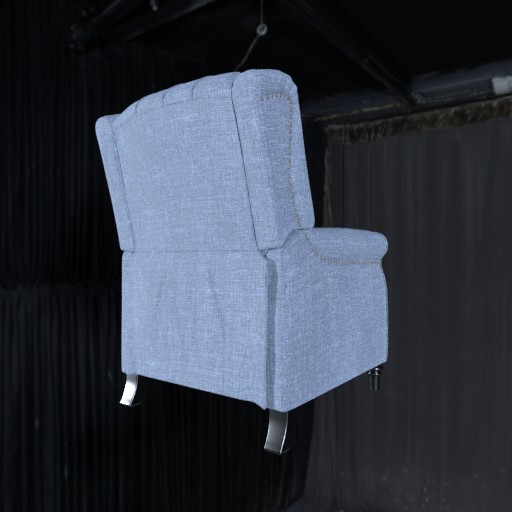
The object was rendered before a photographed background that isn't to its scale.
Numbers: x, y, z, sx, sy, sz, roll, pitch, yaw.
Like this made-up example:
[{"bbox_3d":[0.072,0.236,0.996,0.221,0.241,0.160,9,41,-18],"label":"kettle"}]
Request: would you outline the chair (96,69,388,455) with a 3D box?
[{"bbox_3d":[0.000,0.000,1.608,0.742,1.035,0.898,0,0,37],"label":"chair"}]
